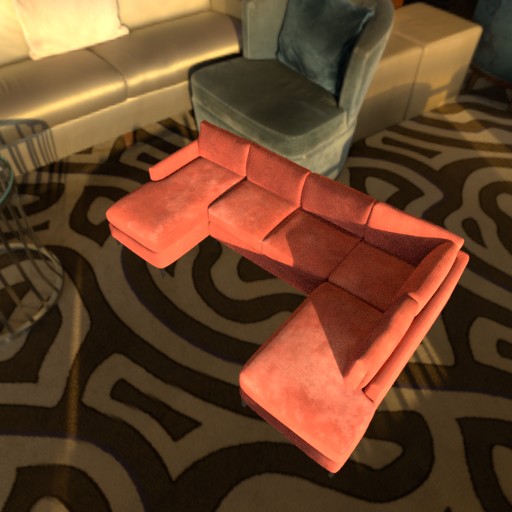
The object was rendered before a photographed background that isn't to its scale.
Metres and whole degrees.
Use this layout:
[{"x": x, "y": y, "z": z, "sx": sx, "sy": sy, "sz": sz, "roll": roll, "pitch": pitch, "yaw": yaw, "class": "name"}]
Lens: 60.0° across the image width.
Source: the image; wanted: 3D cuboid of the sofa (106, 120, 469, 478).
[{"x": 0.000, "y": 0.000, "z": 3.828, "sx": 2.971, "sy": 0.858, "sz": 1.981, "roll": 31, "pitch": 54, "yaw": 26, "class": "sofa"}]
